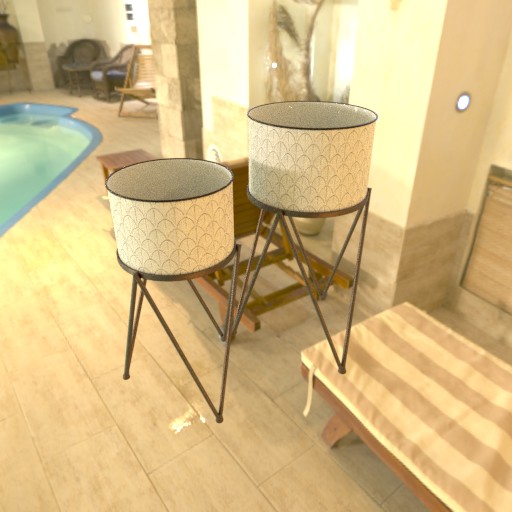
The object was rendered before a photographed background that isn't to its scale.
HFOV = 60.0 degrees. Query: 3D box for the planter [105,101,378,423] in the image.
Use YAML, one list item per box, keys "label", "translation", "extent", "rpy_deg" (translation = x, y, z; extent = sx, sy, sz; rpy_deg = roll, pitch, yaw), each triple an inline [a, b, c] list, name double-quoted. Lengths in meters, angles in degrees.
- label: "planter"
  translation: [0.000, 0.000, 1.211]
  extent: [0.769, 0.712, 0.413]
  rpy_deg: [-17, 34, -27]
